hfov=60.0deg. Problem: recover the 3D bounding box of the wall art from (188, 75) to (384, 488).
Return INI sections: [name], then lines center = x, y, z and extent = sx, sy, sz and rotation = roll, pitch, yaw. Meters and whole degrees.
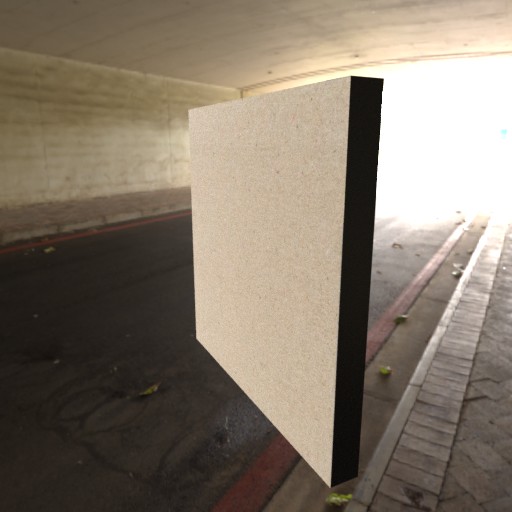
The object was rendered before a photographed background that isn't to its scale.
[wall art]
center = 0.000, 0.000, 0.474
extent = 0.029, 0.318, 0.327
rotation = -7, 16, -26
